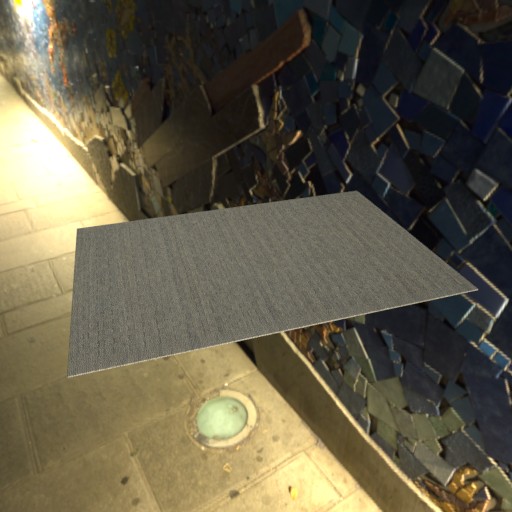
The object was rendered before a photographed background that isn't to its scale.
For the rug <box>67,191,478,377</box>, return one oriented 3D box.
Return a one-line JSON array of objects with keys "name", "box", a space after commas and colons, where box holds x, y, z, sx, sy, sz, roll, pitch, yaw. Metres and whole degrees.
[{"name": "rug", "box": [0.000, 0.000, 2.249, 1.752, 0.006, 1.142, -9, 33, -15]}]
